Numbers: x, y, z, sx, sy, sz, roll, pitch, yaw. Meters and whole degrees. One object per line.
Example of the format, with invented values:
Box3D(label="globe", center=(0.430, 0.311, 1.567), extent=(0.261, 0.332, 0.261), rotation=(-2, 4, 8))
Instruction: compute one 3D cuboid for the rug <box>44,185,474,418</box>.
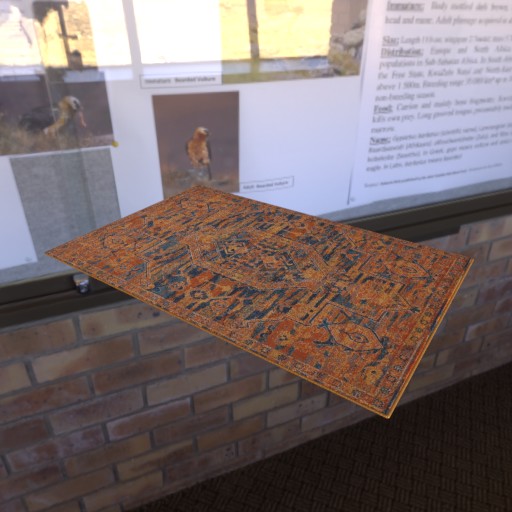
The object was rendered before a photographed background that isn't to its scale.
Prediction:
Box3D(label="rug", center=(0.000, 0.000, 2.159), extent=(1.758, 0.013, 1.148), rotation=(19, 35, 30))
